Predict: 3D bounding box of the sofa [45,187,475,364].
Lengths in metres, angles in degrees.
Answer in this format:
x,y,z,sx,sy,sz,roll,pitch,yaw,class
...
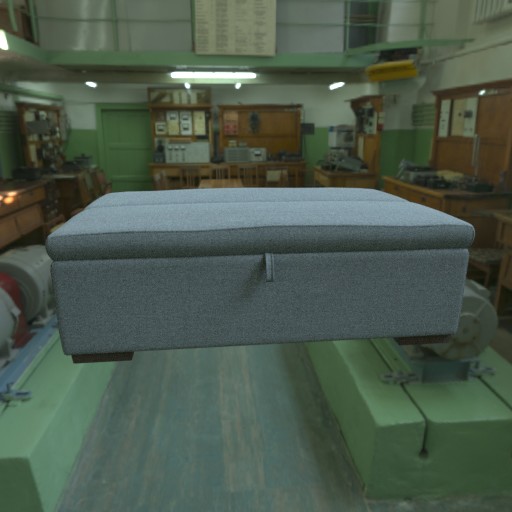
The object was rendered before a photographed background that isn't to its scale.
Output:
x,y,z,sx,sy,sz,roll,pitch,yaw,class
0.000,0.000,1.671,1.250,0.434,0.817,-2,16,-6,sofa
